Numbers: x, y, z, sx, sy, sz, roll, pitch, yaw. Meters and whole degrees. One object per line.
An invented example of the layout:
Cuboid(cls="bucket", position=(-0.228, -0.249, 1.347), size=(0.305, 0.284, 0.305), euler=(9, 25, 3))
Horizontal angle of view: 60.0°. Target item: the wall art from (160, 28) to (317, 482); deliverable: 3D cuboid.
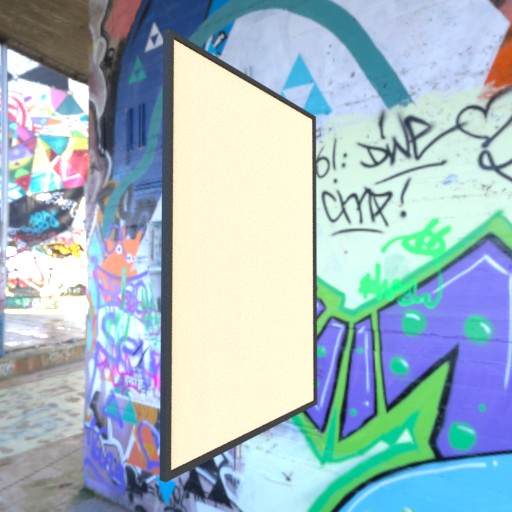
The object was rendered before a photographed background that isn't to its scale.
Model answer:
Cuboid(cls="wall art", position=(0.000, 0.000, 0.834), size=(0.013, 0.660, 0.460), euler=(-1, -3, 36))
